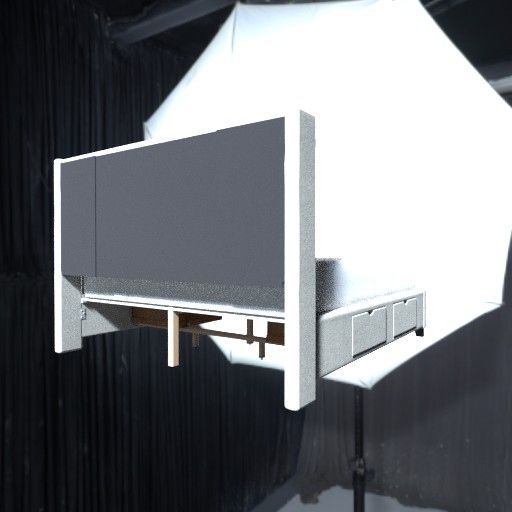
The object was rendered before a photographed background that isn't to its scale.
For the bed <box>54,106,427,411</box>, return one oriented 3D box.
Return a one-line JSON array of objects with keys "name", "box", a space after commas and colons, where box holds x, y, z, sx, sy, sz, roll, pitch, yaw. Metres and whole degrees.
[{"name": "bed", "box": [0.000, 0.000, 3.655, 2.140, 1.470, 2.280, 0, 1, 36]}]
